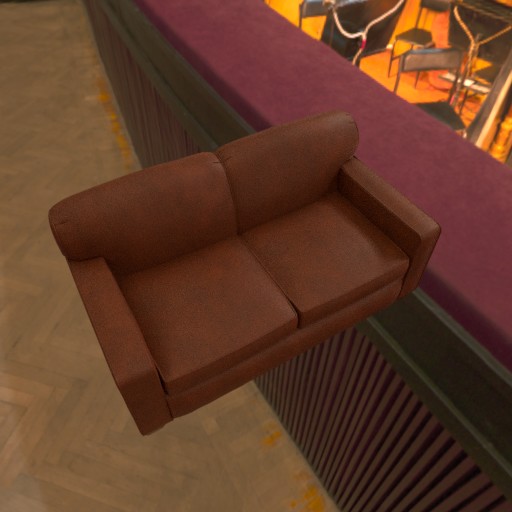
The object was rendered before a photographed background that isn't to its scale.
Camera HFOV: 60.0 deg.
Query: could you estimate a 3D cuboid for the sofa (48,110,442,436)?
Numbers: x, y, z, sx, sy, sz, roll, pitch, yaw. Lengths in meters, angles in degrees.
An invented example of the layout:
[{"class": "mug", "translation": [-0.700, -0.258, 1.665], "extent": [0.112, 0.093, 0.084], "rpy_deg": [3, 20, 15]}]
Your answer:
[{"class": "sofa", "translation": [0.000, 0.000, 2.482], "extent": [1.856, 0.966, 1.000], "rpy_deg": [-23, 52, -20]}]
